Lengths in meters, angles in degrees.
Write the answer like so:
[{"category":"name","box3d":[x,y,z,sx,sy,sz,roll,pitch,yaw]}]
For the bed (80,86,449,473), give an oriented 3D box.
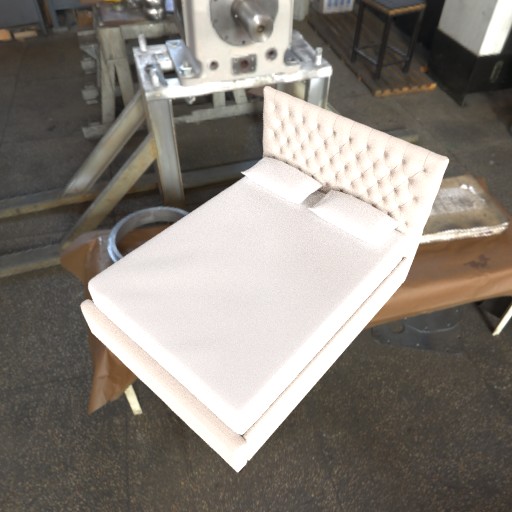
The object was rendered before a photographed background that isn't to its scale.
[{"category":"bed","box3d":[0.000,0.000,3.411,1.696,1.426,2.233,33,54,27]}]
